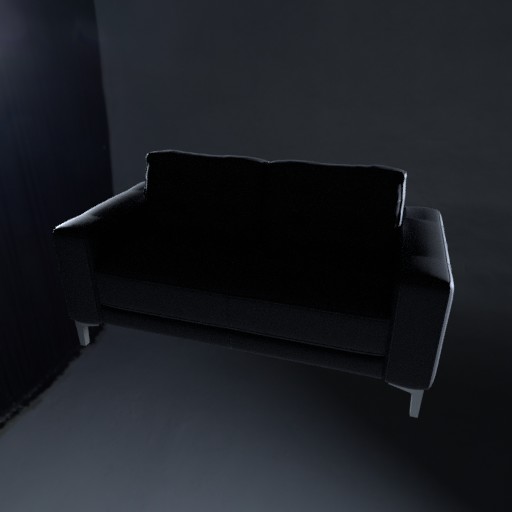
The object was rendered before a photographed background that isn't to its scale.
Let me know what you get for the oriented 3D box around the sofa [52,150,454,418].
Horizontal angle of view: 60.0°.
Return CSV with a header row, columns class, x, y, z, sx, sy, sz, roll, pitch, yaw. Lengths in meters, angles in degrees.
class,x,y,z,sx,sy,sz,roll,pitch,yaw
sofa,0.000,0.000,2.192,1.726,0.893,0.833,8,27,16
